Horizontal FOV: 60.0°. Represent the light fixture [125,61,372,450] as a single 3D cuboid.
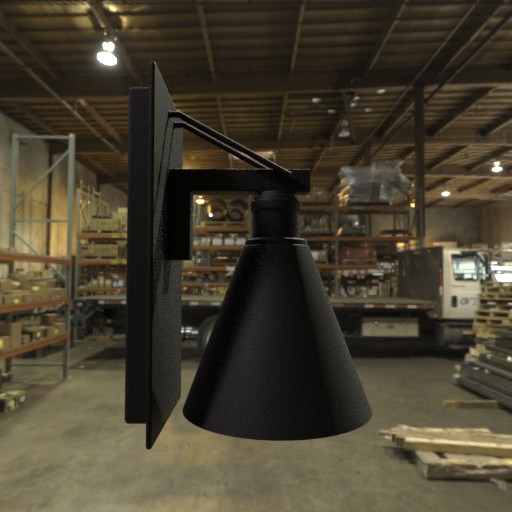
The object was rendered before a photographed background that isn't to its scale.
[{"bbox_3d":[0.000,0.000,0.412,0.207,0.298,0.170,0,-3,-1],"label":"light fixture"}]
